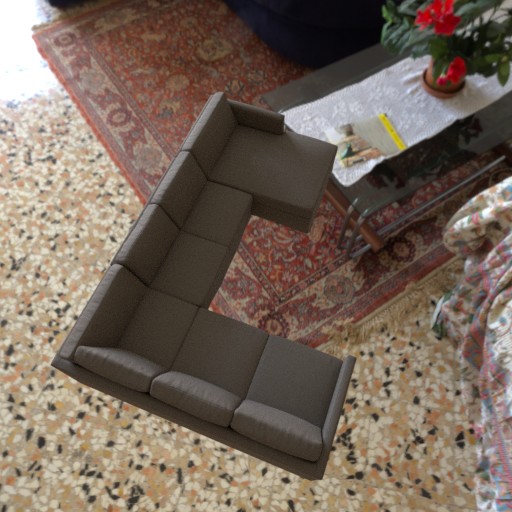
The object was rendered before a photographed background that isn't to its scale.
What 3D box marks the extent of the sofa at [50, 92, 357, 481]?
[{"bbox_3d":[0.000,0.000,4.511,2.427,0.882,3.460,19,64,10],"label":"sofa"}]
